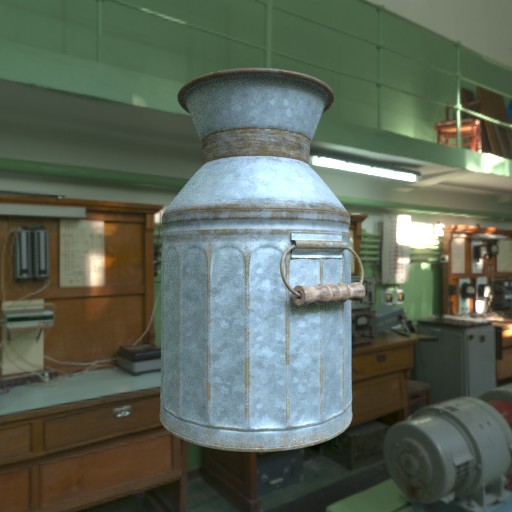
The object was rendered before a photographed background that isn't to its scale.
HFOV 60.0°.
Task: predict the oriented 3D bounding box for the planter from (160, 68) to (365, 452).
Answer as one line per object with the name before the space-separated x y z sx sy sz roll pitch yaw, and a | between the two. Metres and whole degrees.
planter | 0.000 0.000 0.507 0.215 0.358 0.248 0 0 -36
